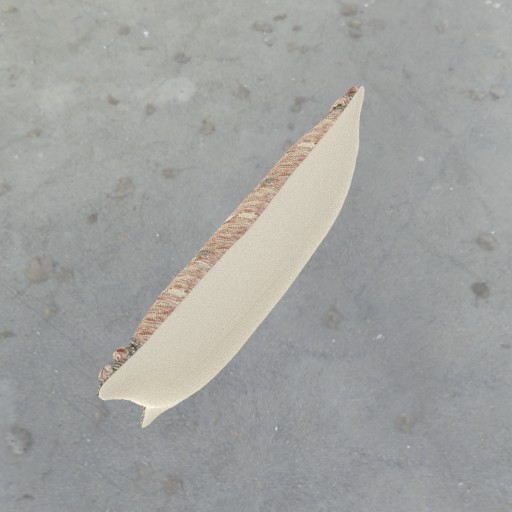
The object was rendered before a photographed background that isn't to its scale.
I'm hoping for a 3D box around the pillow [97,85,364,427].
[{"bbox_3d":[0.000,0.000,0.737,0.139,0.282,0.635,33,68,15],"label":"pillow"}]
